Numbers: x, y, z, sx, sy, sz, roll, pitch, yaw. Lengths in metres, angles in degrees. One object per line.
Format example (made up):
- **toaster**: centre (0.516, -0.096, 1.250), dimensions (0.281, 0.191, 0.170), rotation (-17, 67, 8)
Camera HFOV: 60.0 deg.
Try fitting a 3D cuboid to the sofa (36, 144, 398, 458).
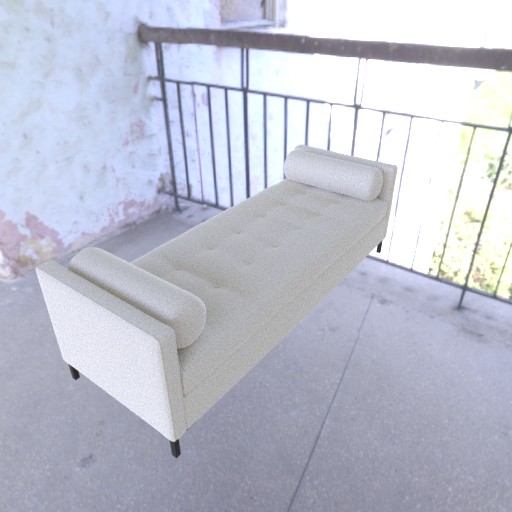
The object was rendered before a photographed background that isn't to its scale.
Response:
- **sofa**: centre (0.000, 0.000, 2.397), dimensions (0.746, 0.641, 1.985), rotation (21, 38, 31)
